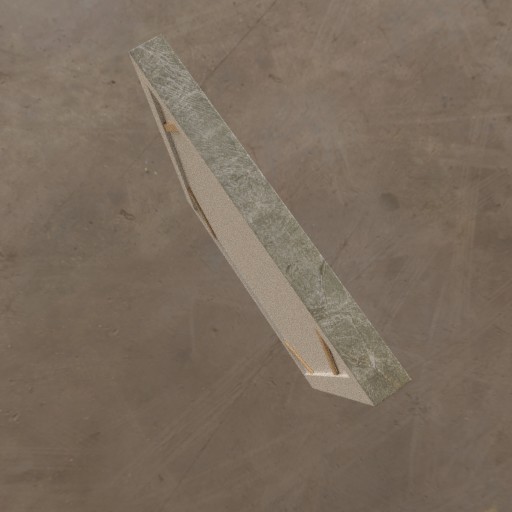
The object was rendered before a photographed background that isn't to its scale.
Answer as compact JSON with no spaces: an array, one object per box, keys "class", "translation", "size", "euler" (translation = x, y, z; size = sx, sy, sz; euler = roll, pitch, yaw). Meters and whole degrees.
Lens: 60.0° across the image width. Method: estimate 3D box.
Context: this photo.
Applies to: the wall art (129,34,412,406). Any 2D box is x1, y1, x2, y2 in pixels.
[{"class":"wall art","translation":[0.000,0.000,0.601],"size":[0.038,0.407,0.405],"euler":[-33,78,-8]}]
